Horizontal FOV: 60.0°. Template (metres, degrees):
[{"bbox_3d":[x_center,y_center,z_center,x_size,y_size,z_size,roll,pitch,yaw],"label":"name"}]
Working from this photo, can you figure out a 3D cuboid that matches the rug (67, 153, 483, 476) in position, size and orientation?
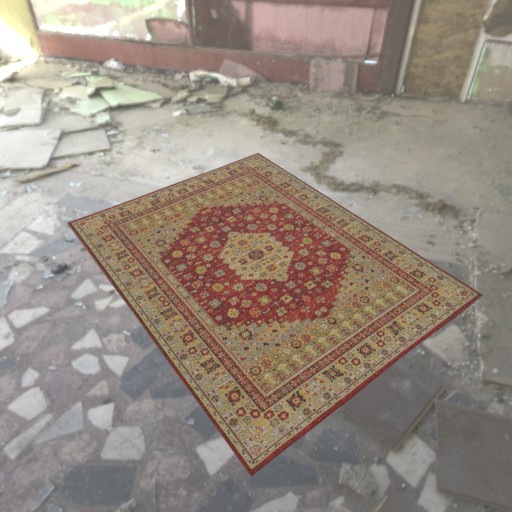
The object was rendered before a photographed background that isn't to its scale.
[{"bbox_3d":[0.000,0.000,4.019,2.387,0.013,3.053,-26,48,-27],"label":"rug"}]
